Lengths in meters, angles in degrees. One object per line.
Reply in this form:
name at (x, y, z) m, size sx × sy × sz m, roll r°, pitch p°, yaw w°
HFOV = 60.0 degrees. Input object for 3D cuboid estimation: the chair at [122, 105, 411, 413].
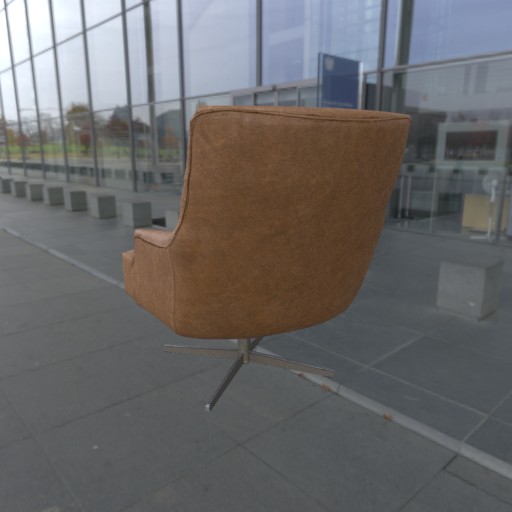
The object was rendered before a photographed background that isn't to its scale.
chair at (0.000, 0.000, 1.466) m, size 0.729 × 0.869 × 0.874 m, roll -7°, pitch 15°, yaw -26°
